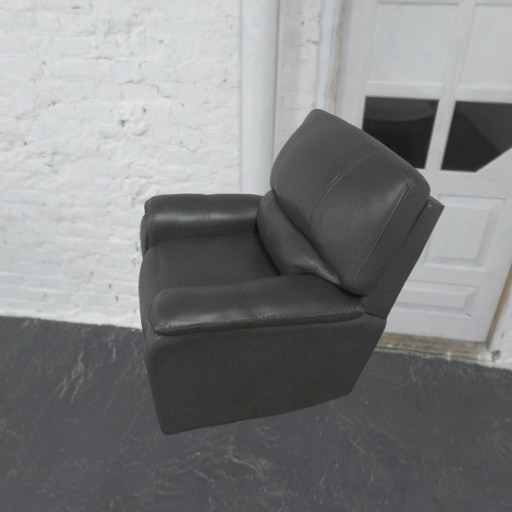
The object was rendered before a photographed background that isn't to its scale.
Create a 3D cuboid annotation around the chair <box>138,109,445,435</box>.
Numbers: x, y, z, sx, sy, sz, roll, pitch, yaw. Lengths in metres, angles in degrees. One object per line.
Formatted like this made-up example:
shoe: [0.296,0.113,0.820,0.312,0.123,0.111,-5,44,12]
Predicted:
chair: [0.000,0.000,1.987,1.087,1.109,1.096,-7,31,-12]
